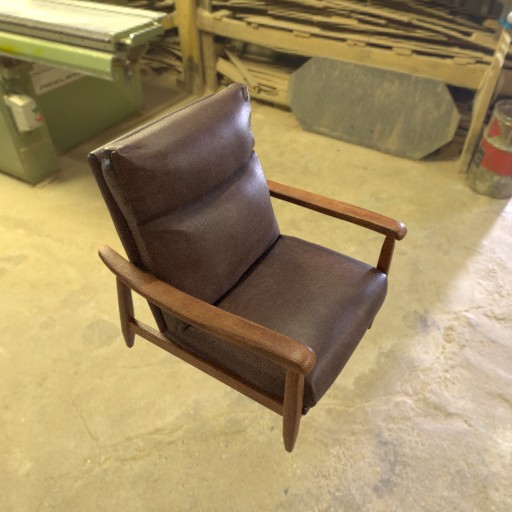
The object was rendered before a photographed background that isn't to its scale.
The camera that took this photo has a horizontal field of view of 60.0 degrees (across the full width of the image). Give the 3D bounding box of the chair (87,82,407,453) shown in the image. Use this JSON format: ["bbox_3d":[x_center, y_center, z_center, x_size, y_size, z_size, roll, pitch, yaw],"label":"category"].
[{"bbox_3d":[0.000,0.000,1.541,0.830,0.897,0.782,24,46,26],"label":"chair"}]
